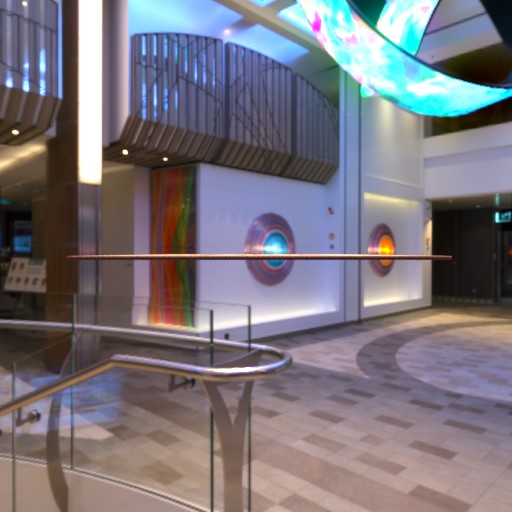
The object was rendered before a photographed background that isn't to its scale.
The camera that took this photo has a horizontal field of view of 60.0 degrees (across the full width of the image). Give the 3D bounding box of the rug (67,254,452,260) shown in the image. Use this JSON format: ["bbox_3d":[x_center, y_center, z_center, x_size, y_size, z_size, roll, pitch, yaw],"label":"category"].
[{"bbox_3d":[0.000,0.000,5.773,3.033,0.033,4.578,0,0,-1],"label":"rug"}]
